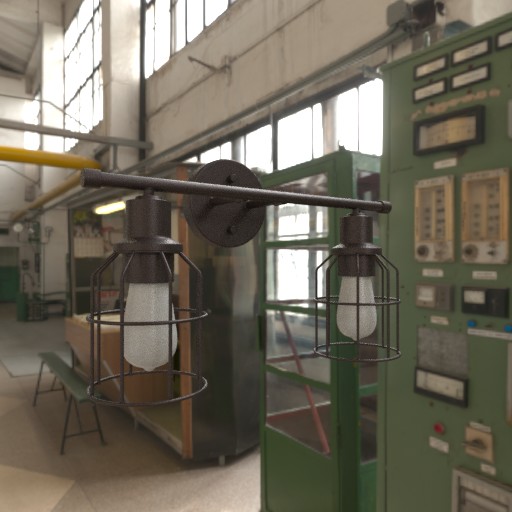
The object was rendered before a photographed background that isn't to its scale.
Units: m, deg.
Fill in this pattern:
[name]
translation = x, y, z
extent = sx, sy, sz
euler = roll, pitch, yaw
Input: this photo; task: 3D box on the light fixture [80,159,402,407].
[light fixture]
translation = 0.000, 0.000, 0.527
extent = 0.406, 0.254, 0.165
euler = 0, -1, -34
